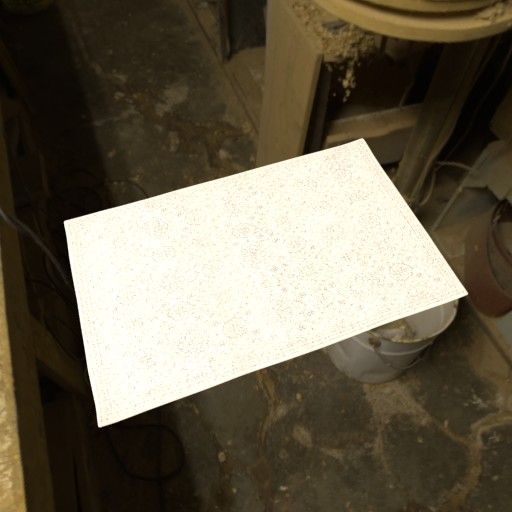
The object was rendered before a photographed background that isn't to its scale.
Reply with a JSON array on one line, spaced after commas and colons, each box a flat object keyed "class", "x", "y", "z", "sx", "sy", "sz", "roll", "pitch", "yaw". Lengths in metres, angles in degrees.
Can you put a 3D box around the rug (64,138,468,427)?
[{"class": "rug", "x": 0.000, "y": 0.000, "z": 3.066, "sx": 2.434, "sy": 0.023, "sz": 1.518, "roll": -17, "pitch": 60, "yaw": -10}]
